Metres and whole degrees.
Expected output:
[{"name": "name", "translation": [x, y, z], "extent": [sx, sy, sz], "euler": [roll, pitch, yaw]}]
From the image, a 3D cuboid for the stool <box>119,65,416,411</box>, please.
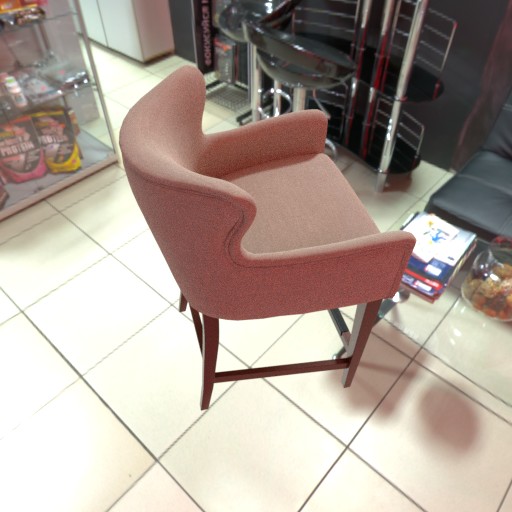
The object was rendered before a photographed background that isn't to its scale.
[{"name": "stool", "translation": [0.000, 0.000, 1.377], "extent": [0.637, 0.987, 0.615], "euler": [-11, 48, -10]}]
